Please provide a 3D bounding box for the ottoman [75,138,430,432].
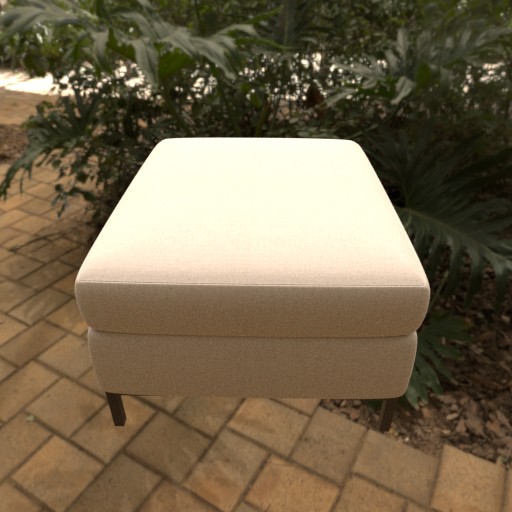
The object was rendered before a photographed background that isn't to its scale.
[{"bbox_3d":[0.000,0.000,1.186,0.657,0.453,0.794,1,33,1],"label":"ottoman"}]
